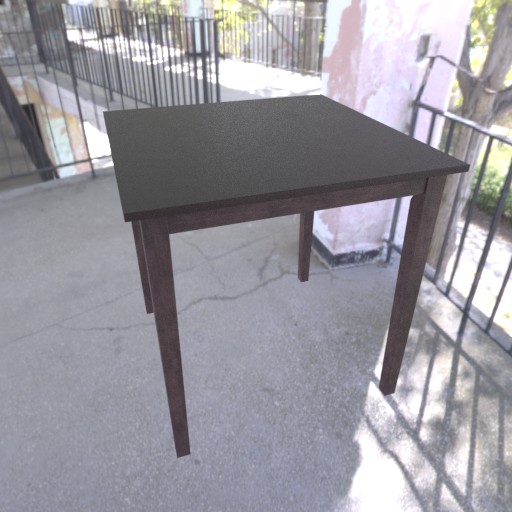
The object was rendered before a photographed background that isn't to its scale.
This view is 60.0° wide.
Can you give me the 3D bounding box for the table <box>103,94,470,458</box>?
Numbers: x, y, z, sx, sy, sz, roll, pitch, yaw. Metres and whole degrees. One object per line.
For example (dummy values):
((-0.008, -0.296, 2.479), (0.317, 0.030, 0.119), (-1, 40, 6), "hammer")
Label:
((0.000, 0.000, 1.385), (0.749, 0.770, 0.749), (-10, 34, -16), "table")
